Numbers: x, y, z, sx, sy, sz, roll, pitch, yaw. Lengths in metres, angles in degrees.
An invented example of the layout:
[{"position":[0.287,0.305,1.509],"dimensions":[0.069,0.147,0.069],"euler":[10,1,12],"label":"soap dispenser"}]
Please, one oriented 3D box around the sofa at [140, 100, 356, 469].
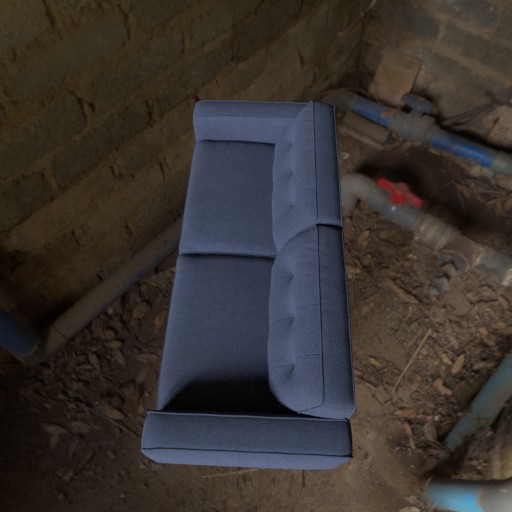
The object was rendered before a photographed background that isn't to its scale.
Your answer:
[{"position":[0.000,0.000,2.645],"dimensions":[0.953,0.782,2.270],"euler":[2,60,1],"label":"sofa"}]
